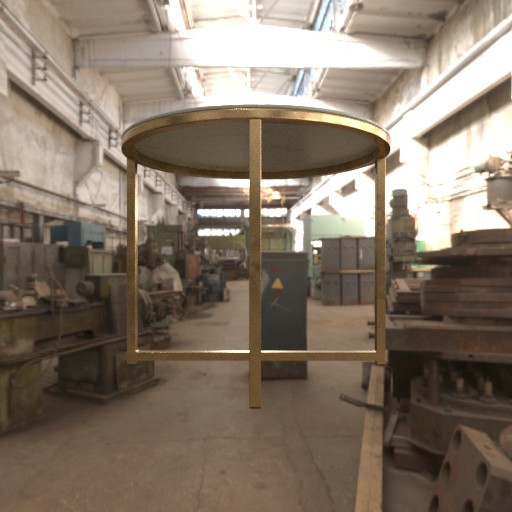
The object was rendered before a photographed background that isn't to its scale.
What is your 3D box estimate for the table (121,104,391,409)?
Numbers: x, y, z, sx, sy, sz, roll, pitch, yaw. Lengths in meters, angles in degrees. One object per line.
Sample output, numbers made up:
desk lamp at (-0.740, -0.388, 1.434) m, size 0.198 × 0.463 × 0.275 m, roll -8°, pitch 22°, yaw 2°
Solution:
table at (0.000, 0.000, 0.859) m, size 0.500 × 0.420 × 0.500 m, roll 0°, pitch 0°, yaw 0°
